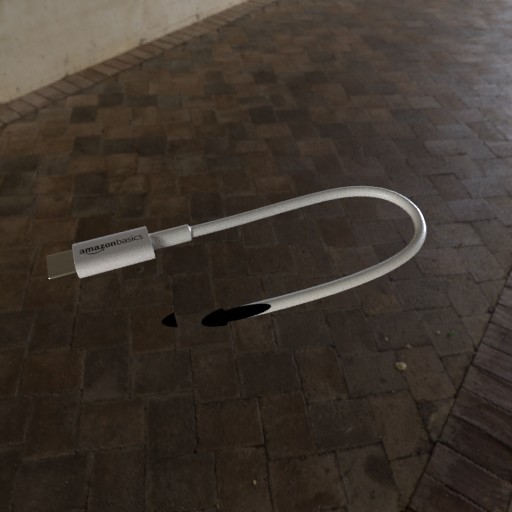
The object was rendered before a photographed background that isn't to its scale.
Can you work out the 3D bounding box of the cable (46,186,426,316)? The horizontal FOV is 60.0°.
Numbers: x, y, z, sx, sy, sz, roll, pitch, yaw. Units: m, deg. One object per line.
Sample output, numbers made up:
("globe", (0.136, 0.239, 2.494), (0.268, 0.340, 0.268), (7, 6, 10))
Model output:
("cable", (0.000, 0.000, 0.112), (0.098, 0.005, 0.041), (-16, 48, -15))
